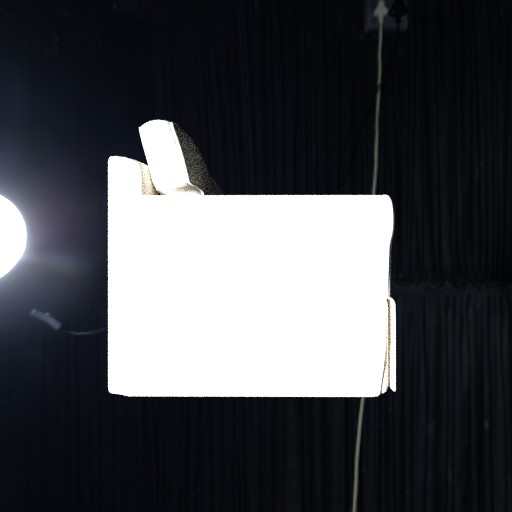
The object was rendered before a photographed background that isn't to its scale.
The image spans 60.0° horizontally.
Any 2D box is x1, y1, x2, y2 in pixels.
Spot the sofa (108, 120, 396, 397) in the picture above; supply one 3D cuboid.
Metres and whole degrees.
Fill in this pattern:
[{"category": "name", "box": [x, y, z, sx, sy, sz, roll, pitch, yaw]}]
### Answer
[{"category": "sofa", "box": [0.000, 0.000, 2.290, 0.991, 0.940, 1.727, 0, 0, 0]}]
